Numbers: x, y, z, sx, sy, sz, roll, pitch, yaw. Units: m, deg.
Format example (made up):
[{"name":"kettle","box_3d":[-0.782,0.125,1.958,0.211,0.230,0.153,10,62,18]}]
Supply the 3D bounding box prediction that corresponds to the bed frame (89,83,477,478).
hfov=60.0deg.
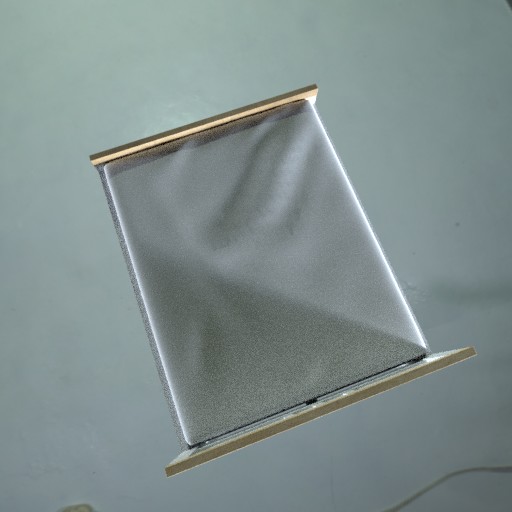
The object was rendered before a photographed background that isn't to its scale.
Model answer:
[{"name":"bed frame","box_3d":[0.000,0.000,2.938,1.670,0.980,2.050,-19,75,-6]}]
